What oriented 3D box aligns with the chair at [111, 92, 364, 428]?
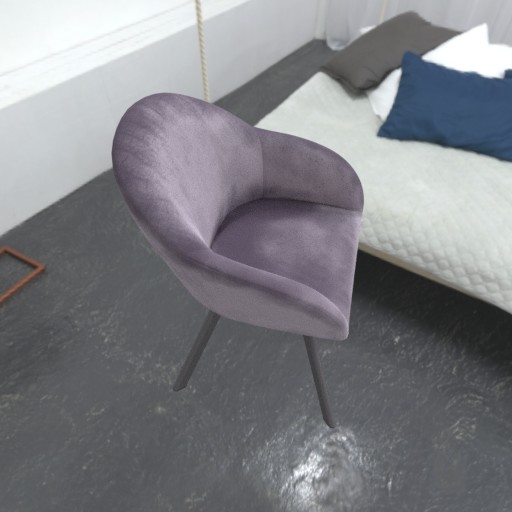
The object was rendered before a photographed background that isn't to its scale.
[{"bbox_3d":[0.000,0.000,1.201,0.590,0.795,0.550,10,47,9],"label":"chair"}]
